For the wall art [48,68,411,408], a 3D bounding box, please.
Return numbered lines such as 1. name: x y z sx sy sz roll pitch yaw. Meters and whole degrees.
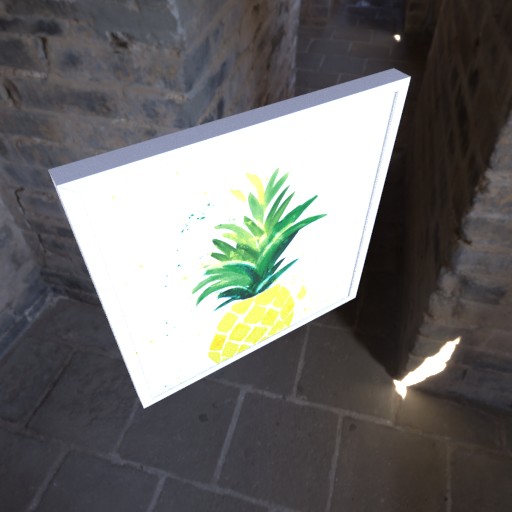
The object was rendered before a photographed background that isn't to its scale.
1. wall art: 0.000 0.000 0.745 0.508 0.507 0.035 -24 50 -21
